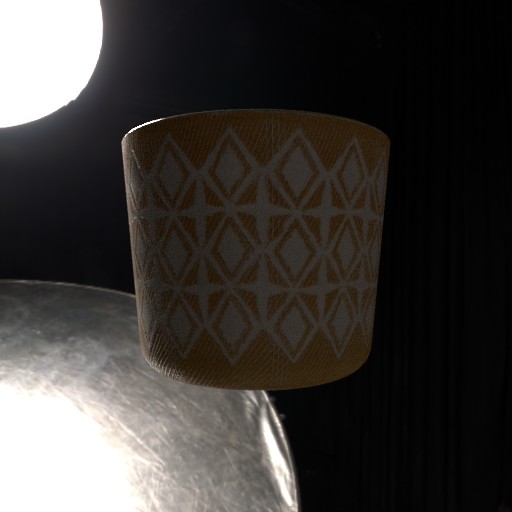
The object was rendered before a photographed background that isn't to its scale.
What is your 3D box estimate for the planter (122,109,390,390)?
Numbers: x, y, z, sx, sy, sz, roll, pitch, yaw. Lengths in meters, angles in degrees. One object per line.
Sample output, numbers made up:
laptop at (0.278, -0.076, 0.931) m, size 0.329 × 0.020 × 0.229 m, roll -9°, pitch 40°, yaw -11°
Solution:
planter at (0.000, 0.000, 0.219) m, size 0.126 × 0.104 × 0.126 m, roll 0°, pitch 0°, yaw 0°
